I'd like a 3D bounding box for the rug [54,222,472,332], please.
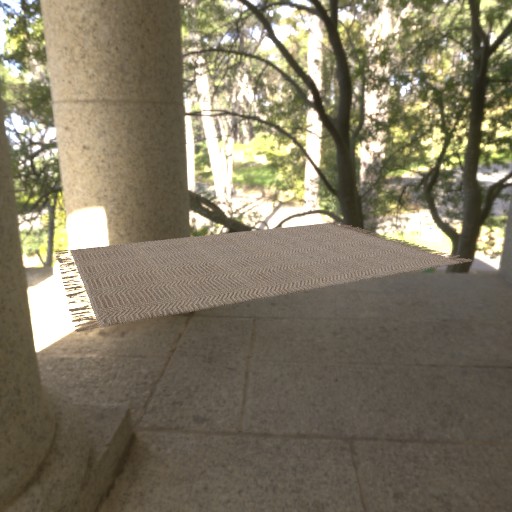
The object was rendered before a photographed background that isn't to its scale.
[{"bbox_3d":[0.000,0.000,3.093,2.523,0.034,1.528,-7,17,-26],"label":"rug"}]
